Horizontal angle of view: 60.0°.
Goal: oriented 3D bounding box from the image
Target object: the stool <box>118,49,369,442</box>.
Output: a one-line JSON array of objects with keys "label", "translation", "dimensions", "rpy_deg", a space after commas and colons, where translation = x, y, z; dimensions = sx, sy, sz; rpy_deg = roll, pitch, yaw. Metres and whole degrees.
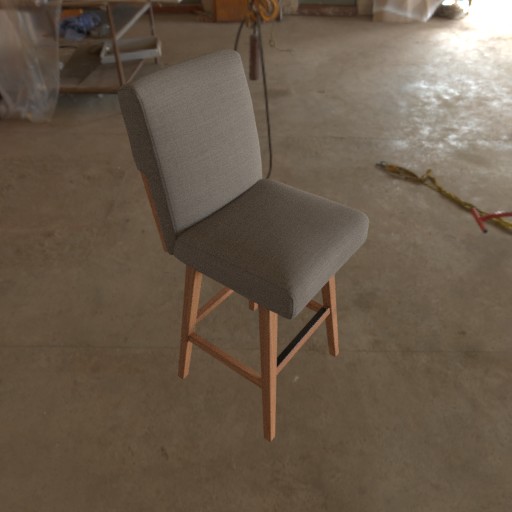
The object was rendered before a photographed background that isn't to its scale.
[{"label": "stool", "translation": [0.000, 0.000, 1.436], "dimensions": [0.570, 1.112, 0.483], "rpy_deg": [26, 46, 28]}]
